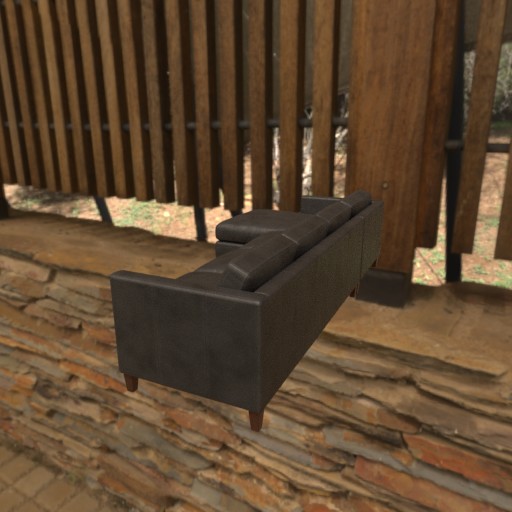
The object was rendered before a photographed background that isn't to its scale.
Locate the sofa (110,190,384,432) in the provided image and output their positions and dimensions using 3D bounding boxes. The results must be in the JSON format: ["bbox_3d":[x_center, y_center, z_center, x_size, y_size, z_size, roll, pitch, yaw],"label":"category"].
[{"bbox_3d":[0.000,0.000,3.850,1.581,0.883,3.203,8,18,24],"label":"sofa"}]
